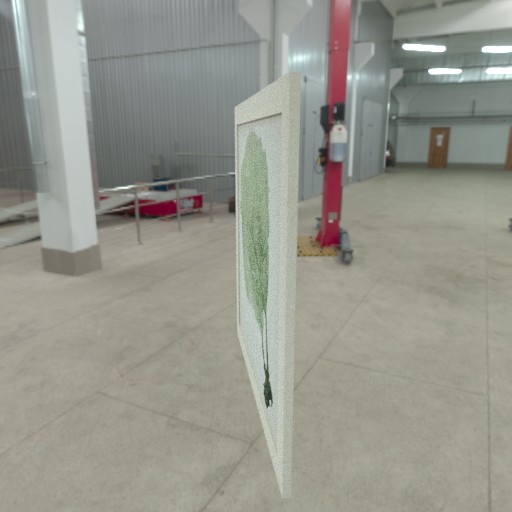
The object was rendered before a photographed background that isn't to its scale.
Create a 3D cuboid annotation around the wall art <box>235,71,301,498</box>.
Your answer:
[{"bbox_3d":[0.000,0.000,0.859,0.013,0.584,0.584,-2,15,-9],"label":"wall art"}]
